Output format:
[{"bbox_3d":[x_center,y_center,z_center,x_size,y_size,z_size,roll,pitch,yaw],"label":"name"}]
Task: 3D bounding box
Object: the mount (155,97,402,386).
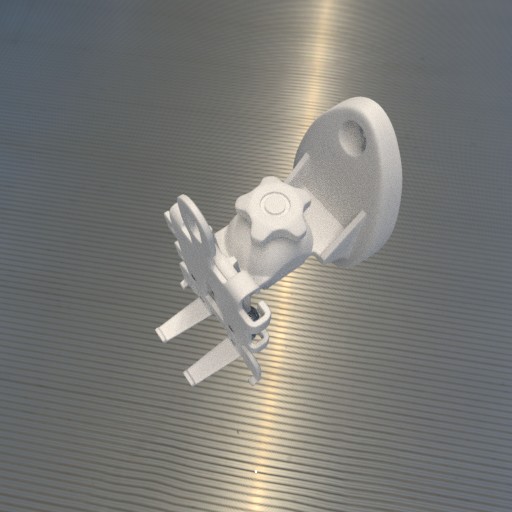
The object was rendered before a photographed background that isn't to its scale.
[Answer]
[{"bbox_3d":[0.000,0.000,0.181,0.100,0.118,0.066,-33,69,-15],"label":"mount"}]
